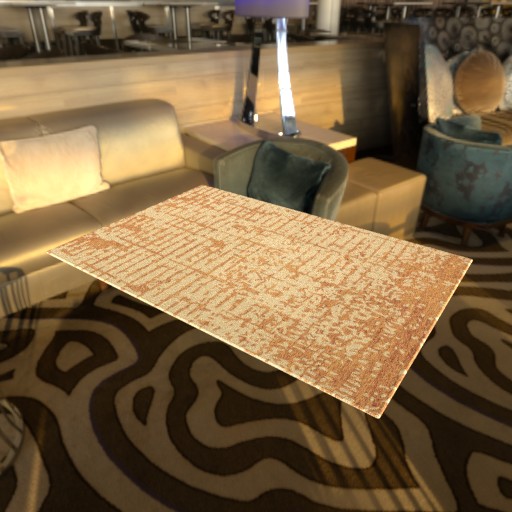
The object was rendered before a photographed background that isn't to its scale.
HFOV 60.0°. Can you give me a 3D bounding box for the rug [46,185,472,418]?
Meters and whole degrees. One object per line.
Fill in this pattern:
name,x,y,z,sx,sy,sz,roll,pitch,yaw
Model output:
rug,0.000,0.000,2.280,1.829,0.011,1.219,20,35,31
